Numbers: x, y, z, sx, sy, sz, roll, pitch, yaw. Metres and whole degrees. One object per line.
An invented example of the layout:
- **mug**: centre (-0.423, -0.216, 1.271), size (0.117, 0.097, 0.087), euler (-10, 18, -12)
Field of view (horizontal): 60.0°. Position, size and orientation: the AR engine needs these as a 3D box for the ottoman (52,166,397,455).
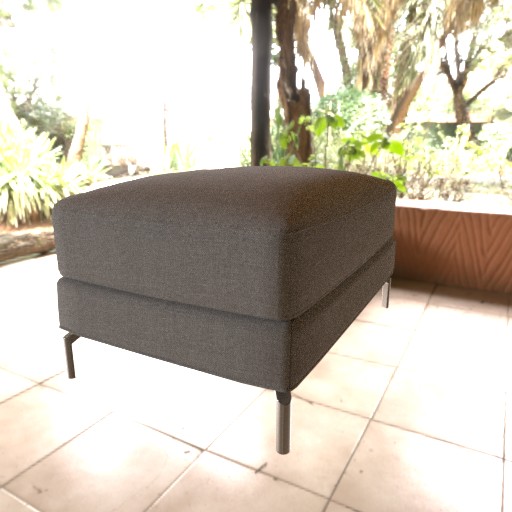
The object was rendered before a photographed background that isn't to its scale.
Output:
- **ottoman**: centre (0.000, 0.000, 1.175), size (0.584, 0.457, 0.838), euler (8, 16, 27)
